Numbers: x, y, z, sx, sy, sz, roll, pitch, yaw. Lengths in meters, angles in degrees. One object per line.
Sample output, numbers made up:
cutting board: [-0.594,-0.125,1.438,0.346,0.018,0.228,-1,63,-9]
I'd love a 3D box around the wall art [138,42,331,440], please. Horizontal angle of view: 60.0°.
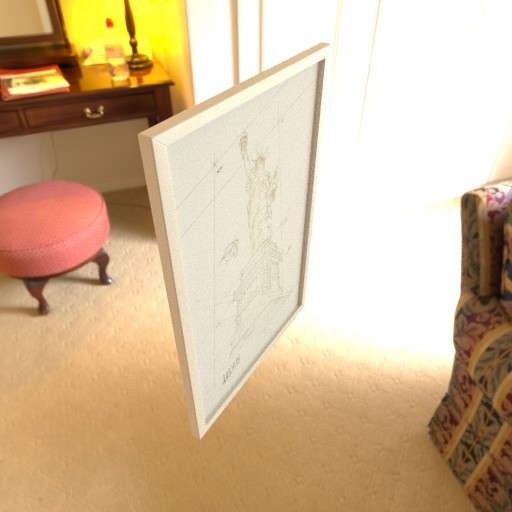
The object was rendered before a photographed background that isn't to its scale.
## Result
wall art: [0.000,0.000,1.512,0.038,1.183,0.808,23,45,25]
